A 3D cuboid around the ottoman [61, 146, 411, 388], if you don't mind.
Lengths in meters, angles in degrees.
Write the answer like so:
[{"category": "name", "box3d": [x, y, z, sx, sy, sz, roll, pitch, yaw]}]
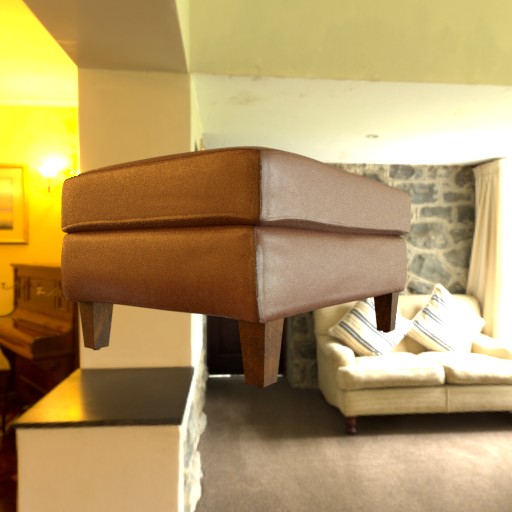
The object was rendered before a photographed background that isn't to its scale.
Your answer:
[{"category": "ottoman", "box3d": [0.000, 0.000, 1.264, 0.650, 0.485, 0.851, 1, 1, 36]}]
